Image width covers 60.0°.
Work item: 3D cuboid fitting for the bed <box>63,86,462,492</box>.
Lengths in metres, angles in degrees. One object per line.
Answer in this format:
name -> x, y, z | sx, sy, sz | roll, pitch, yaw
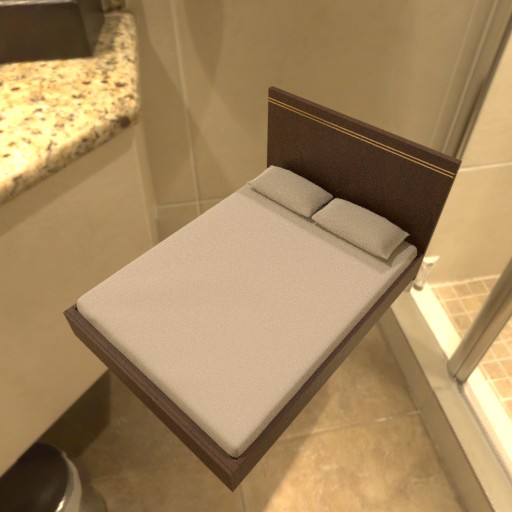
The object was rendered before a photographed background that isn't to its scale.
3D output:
bed -> 0.000, 0.000, 3.096 | 1.613, 1.169, 2.221 | 33, 54, 27
